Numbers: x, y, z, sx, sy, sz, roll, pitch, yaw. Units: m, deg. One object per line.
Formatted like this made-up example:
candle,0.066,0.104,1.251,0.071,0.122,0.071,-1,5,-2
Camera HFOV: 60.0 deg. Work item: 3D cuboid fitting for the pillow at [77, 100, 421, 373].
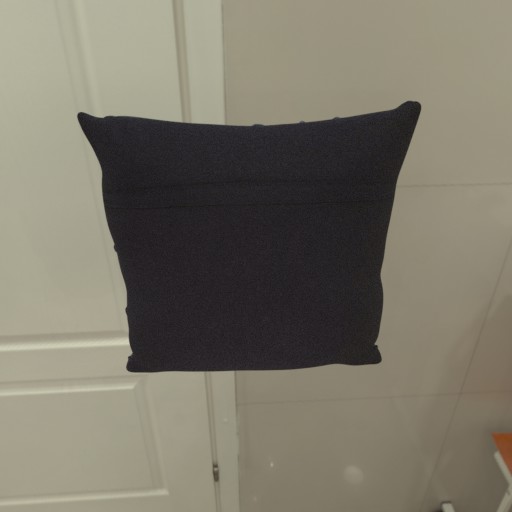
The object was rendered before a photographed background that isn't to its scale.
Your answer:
pillow,0.000,0.000,0.661,0.439,0.440,0.183,-2,31,-3
